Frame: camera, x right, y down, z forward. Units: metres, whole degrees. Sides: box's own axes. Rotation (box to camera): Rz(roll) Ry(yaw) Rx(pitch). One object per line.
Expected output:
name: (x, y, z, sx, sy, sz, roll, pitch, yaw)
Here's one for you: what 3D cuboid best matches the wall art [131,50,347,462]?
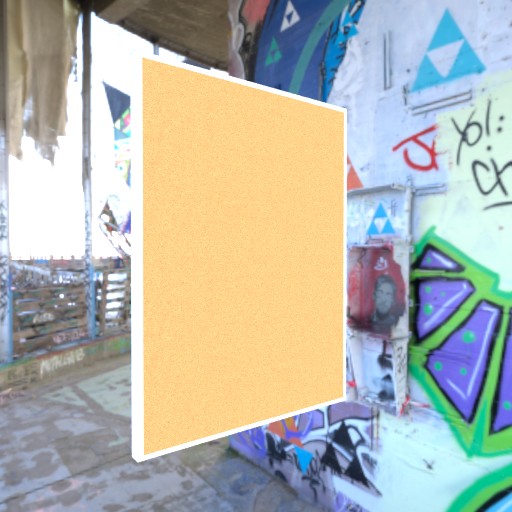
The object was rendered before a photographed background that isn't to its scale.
wall art: (0.000, 0.000, 1.601, 0.914, 1.221, 0.046, -1, 1, -37)
